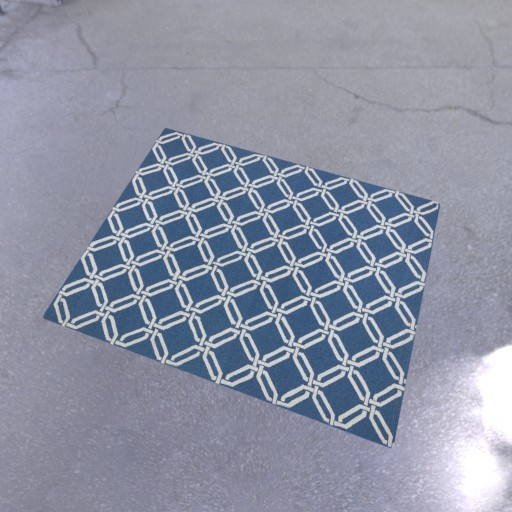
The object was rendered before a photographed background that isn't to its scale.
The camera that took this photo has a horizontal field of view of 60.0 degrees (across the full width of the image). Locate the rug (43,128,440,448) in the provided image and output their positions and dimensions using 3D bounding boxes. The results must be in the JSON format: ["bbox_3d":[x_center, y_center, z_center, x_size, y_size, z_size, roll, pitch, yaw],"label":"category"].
[{"bbox_3d":[0.000,0.000,3.871,2.867,0.020,2.277,17,61,10],"label":"rug"}]
